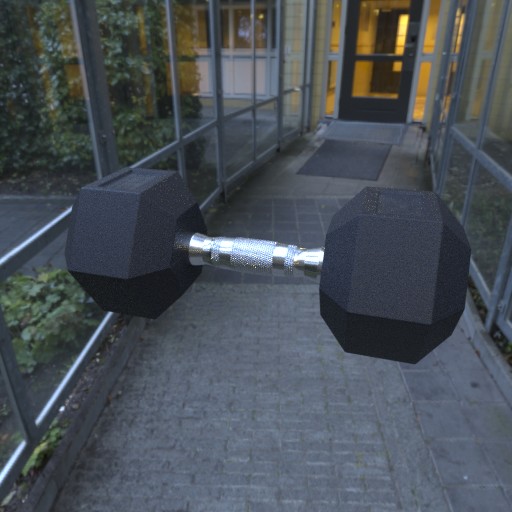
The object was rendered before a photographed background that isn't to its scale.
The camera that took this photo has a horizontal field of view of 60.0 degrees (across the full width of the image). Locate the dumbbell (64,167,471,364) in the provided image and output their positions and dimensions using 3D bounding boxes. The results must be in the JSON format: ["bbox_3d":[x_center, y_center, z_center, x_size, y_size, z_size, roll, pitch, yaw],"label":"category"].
[{"bbox_3d":[0.000,0.000,0.397,0.337,0.123,0.142,7,27,14],"label":"dumbbell"}]
